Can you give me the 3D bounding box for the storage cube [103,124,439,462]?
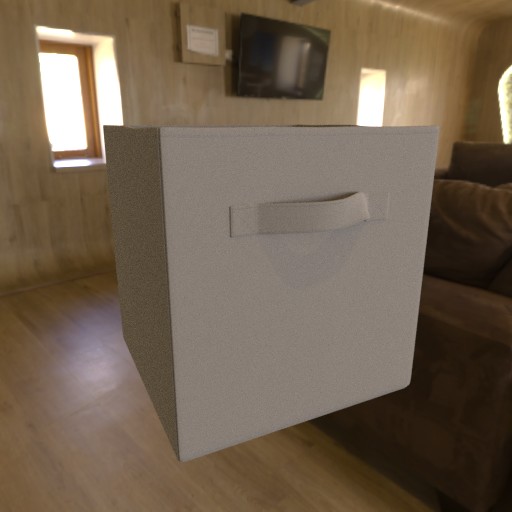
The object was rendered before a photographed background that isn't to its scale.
[{"bbox_3d":[0.000,0.000,0.494,0.270,0.280,0.270,-8,19,-25],"label":"storage cube"}]
